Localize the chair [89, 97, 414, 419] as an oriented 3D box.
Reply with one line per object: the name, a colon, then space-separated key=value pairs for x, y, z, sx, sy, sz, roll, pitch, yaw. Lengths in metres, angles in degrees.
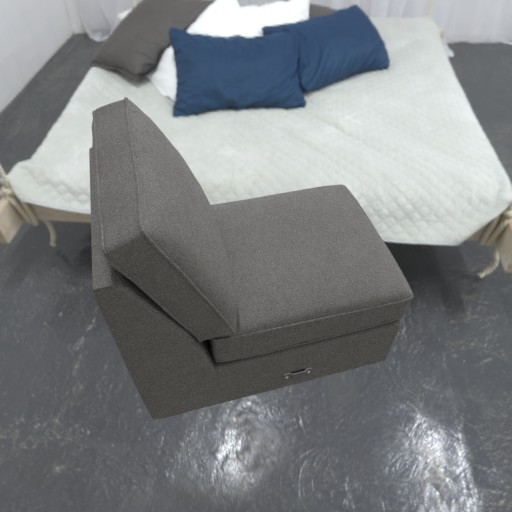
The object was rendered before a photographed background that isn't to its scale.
chair: x=0.000 y=0.000 z=1.528 sx=0.938 sy=0.970 sz=0.621 roll=-11 pitch=49 yaw=-10
